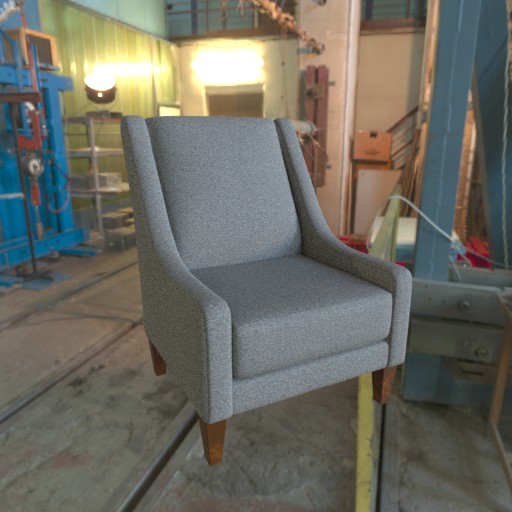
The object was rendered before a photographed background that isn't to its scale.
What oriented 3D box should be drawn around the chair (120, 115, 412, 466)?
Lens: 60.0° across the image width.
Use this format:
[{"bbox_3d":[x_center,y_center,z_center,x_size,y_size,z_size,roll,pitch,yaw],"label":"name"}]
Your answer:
[{"bbox_3d":[0.000,0.000,1.649,0.774,1.016,0.870,-8,17,-27],"label":"chair"}]
